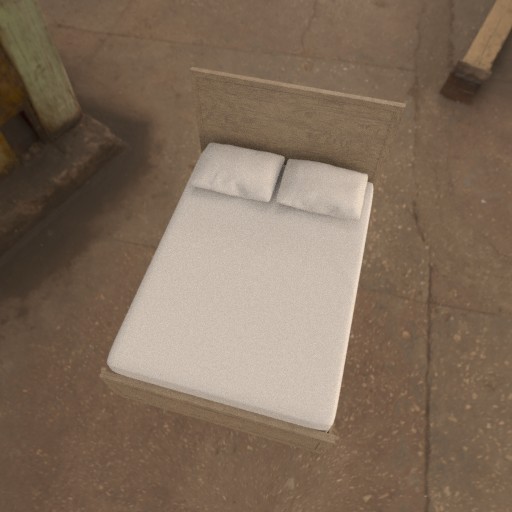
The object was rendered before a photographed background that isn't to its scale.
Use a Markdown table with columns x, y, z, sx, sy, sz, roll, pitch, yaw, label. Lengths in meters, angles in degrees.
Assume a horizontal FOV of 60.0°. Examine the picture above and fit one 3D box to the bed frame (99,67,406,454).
| x | y | z | sx | sy | sz | roll | pitch | yaw | label |
| --- | --- | --- | --- | --- | --- | --- | --- | --- | --- |
| 0.000 | 0.000 | 3.276 | 1.606 | 1.369 | 2.189 | 13 | 59 | 8 | bed frame |
